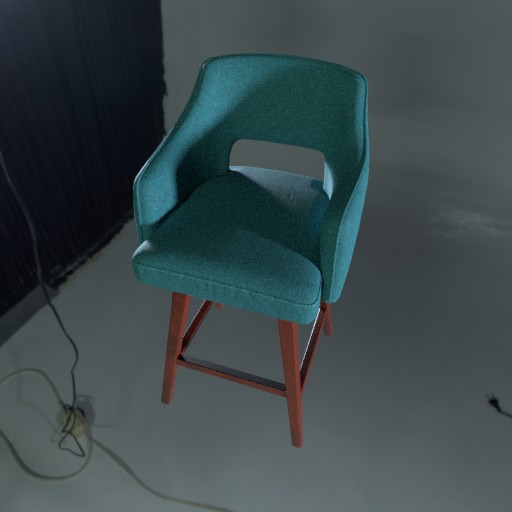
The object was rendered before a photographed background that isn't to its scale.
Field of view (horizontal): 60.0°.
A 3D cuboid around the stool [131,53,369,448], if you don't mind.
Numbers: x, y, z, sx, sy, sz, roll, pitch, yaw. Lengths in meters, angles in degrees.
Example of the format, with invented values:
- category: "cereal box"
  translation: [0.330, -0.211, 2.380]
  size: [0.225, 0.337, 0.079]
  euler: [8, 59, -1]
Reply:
- category: "stool"
  translation: [0.000, 0.000, 1.282]
  size: [0.548, 0.961, 0.556]
  euler: [13, 42, 14]
